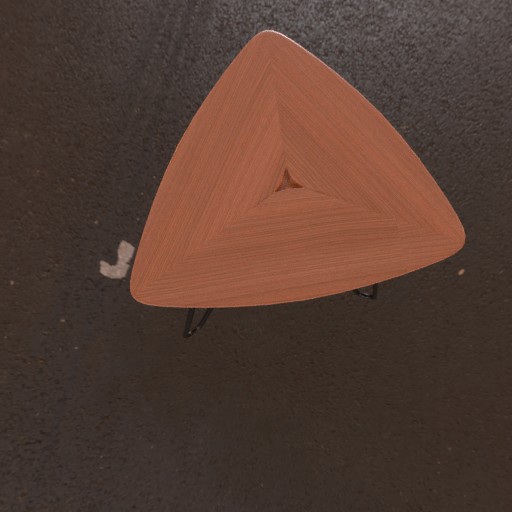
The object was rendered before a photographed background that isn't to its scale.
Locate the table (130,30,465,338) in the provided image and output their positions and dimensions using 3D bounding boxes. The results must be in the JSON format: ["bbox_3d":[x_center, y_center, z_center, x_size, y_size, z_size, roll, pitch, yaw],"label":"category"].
[{"bbox_3d":[0.000,0.000,0.873,0.455,0.564,0.442,-37,79,-9],"label":"table"}]
